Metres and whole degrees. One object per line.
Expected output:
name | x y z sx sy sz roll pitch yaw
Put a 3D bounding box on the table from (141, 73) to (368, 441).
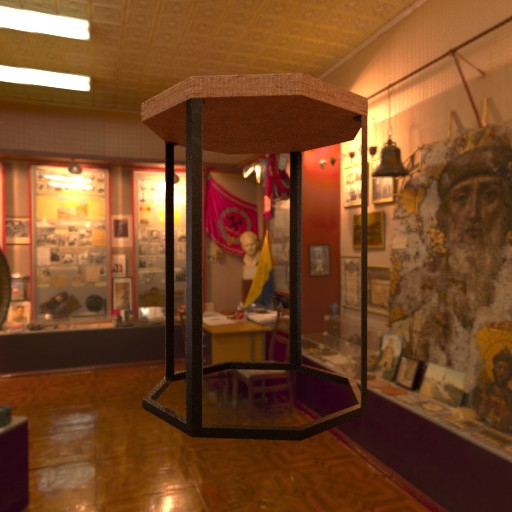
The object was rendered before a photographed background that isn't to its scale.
table | 0.000 0.000 0.874 0.437 0.553 0.437 0 1 -18
